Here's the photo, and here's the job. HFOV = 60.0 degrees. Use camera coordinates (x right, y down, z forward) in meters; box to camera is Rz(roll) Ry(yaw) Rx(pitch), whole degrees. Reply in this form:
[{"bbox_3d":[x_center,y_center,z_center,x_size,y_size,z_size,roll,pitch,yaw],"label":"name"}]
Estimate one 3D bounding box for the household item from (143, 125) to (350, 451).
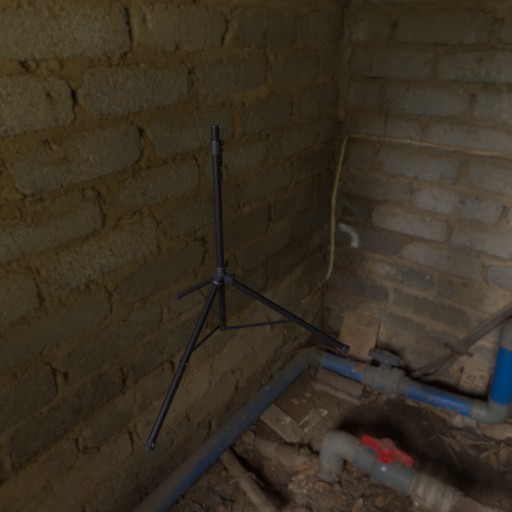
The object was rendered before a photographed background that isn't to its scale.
[{"bbox_3d":[0.000,0.000,2.776,1.339,1.595,1.596,-1,27,-2],"label":"household item"}]
